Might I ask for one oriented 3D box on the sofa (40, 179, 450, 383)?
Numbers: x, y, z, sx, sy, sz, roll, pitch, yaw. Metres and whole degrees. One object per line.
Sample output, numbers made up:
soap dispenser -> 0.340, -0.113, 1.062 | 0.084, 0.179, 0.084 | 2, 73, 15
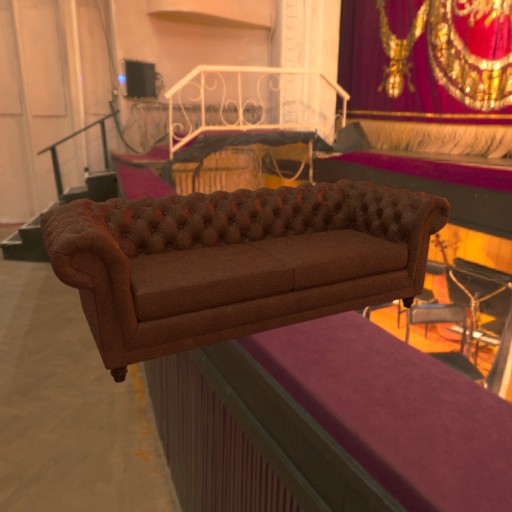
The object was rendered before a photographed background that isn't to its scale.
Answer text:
sofa -> 0.000, 0.000, 2.802 | 2.385, 0.783, 0.944 | -9, 19, -27
